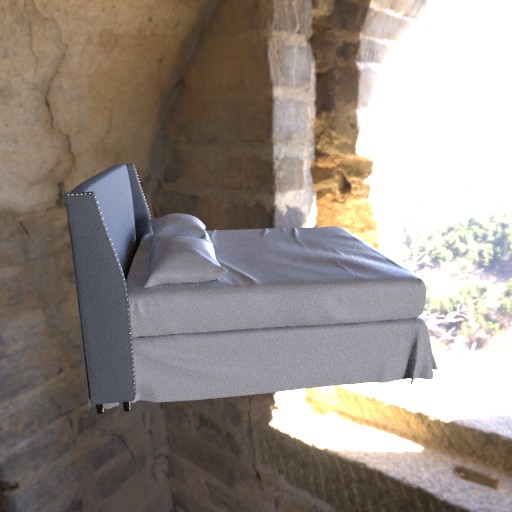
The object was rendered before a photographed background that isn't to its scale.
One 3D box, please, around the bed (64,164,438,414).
[{"bbox_3d":[0.000,0.000,3.466,2.276,1.332,1.925,-2,16,-8],"label":"bed"}]
